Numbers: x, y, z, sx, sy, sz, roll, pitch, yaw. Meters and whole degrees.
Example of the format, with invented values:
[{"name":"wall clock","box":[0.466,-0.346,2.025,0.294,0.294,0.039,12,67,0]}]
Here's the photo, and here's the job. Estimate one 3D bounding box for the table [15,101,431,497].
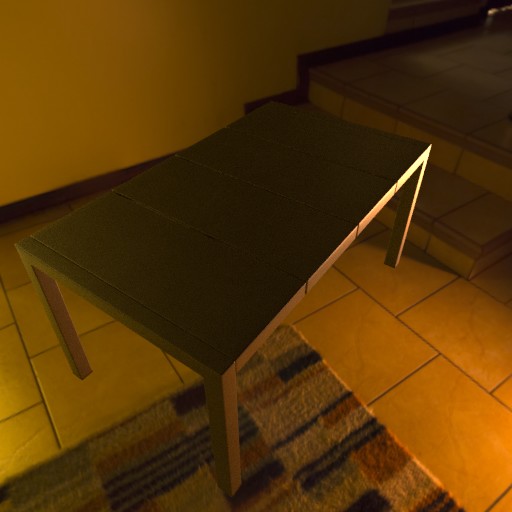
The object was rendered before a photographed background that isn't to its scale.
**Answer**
[{"name":"table","box":[0.000,0.000,1.252,0.559,0.460,0.965,25,46,26]}]
